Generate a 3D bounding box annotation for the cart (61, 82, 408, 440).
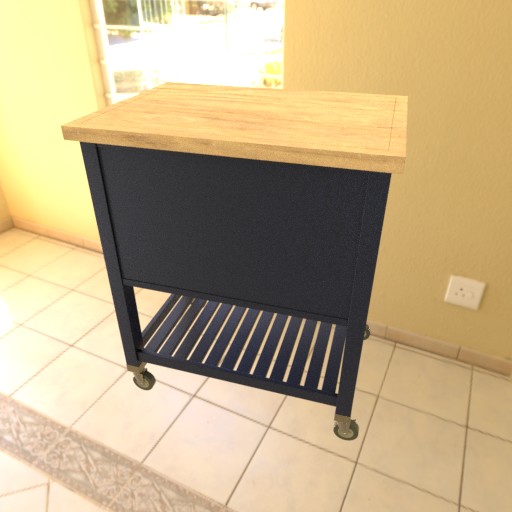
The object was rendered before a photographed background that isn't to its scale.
[{"bbox_3d":[0.000,0.000,1.425,0.797,0.920,0.567,9,33,14],"label":"cart"}]
